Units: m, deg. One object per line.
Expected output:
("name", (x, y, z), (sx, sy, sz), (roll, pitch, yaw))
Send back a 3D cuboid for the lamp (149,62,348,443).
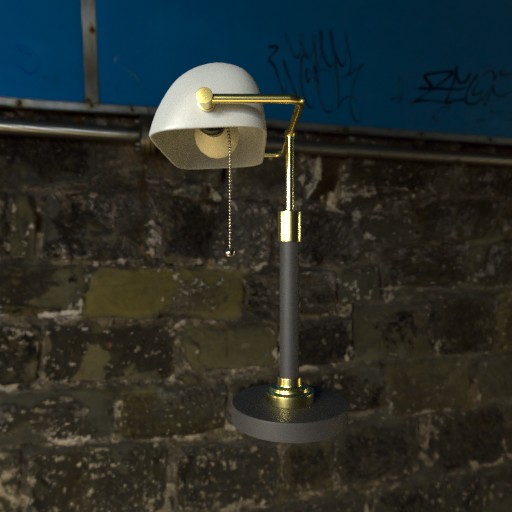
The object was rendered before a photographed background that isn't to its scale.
("lamp", (0.000, 0.000, 0.548), (0.227, 0.404, 0.269), (0, 1, -1))
